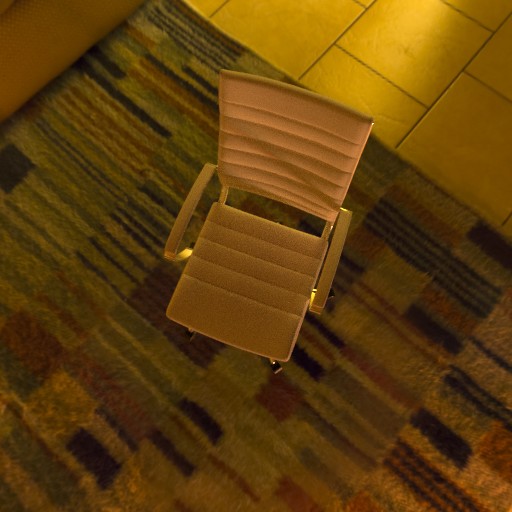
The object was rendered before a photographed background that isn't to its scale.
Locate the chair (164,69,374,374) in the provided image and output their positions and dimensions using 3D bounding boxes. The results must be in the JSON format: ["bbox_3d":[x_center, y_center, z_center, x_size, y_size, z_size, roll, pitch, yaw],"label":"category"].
[{"bbox_3d":[0.000,0.000,1.663,0.766,1.149,0.739,20,75,5],"label":"chair"}]
